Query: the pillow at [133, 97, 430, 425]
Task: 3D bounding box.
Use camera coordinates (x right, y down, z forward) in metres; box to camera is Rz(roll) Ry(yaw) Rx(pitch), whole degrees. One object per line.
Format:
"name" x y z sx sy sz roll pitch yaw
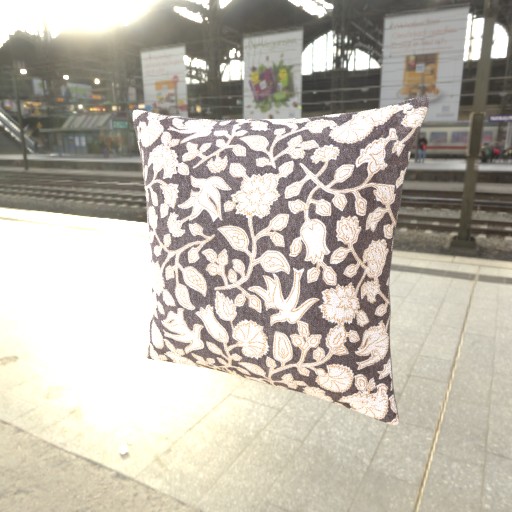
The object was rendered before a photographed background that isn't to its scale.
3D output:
"pillow" 0.000 0.000 0.778 0.526 0.507 0.166 7 16 26
